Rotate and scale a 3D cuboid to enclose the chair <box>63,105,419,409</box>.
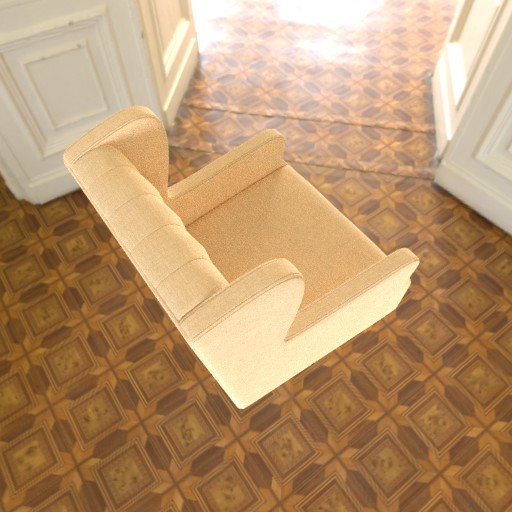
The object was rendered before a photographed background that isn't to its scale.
[{"bbox_3d":[0.000,0.000,1.441,0.760,0.930,0.710,-32,62,-19],"label":"chair"}]
